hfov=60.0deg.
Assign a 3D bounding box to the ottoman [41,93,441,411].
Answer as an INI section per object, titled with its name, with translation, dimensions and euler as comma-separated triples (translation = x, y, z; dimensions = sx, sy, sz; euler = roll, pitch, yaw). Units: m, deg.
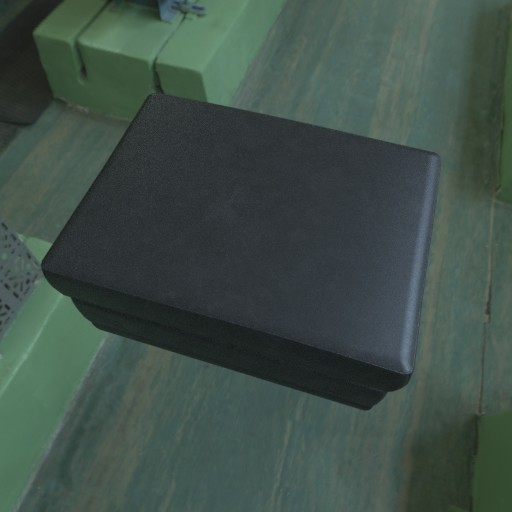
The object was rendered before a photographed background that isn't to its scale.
[ottoman]
translation = 0.000, 0.000, 1.191
dimensions = 0.795, 0.498, 0.590
euler = 15, 60, 9
